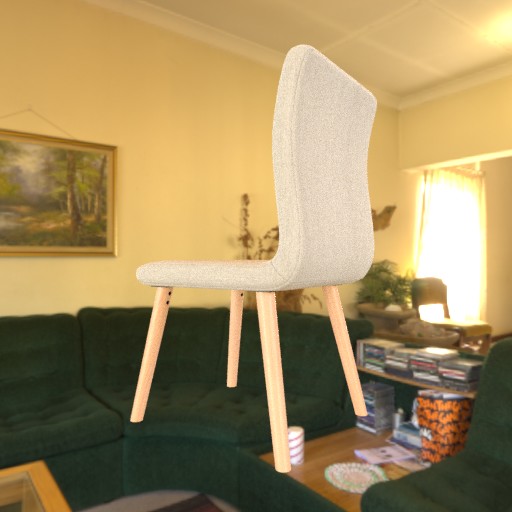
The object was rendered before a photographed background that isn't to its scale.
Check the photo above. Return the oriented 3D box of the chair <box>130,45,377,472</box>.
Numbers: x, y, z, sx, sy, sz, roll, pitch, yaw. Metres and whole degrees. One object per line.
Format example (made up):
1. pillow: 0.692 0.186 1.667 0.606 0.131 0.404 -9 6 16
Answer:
1. chair: 0.000 0.000 1.212 0.550 0.885 0.435 0 -1 36
